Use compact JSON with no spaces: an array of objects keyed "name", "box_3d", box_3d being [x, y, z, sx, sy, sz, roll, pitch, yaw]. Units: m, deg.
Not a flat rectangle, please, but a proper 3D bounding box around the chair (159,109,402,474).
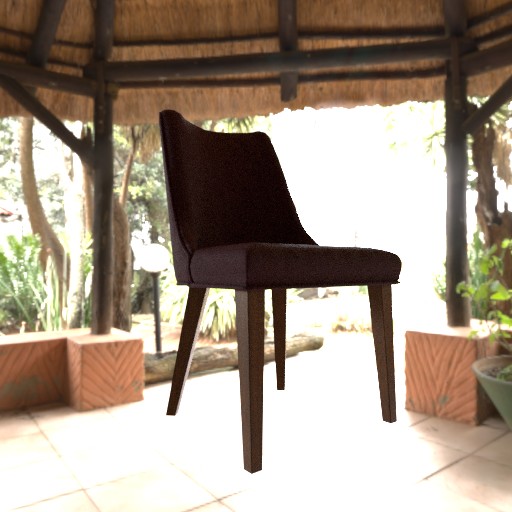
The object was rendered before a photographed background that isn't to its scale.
[{"name":"chair","box_3d":[0.000,0.000,1.320,0.548,0.916,0.638,1,-2,-38]}]
